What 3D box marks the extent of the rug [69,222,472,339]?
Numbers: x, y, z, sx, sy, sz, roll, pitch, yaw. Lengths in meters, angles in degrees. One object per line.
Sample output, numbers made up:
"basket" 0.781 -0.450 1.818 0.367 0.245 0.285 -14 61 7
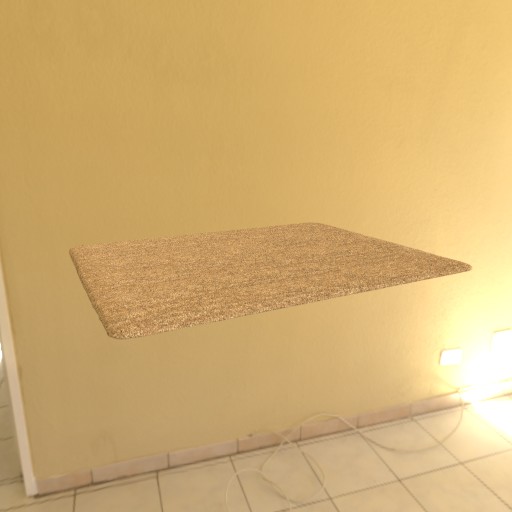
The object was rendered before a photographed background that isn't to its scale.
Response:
"rug" 0.000 0.000 3.864 2.873 0.050 2.242 -8 17 -27
